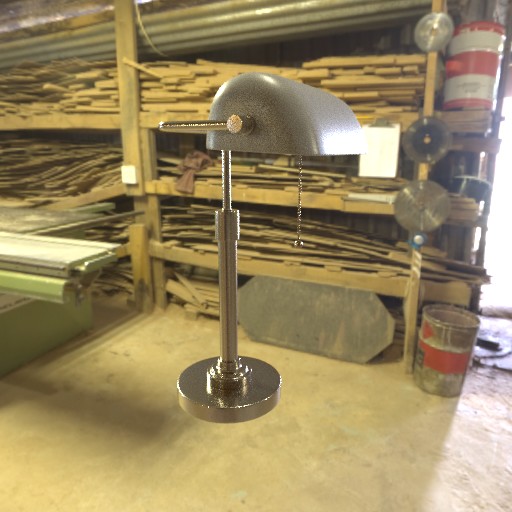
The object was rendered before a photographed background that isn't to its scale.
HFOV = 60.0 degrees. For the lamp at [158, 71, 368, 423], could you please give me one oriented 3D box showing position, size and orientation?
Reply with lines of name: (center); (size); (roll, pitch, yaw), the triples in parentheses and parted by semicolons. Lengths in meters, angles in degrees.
lamp: (0.000, 0.000, 0.554); (0.227, 0.404, 0.269); (7, 15, 27)
